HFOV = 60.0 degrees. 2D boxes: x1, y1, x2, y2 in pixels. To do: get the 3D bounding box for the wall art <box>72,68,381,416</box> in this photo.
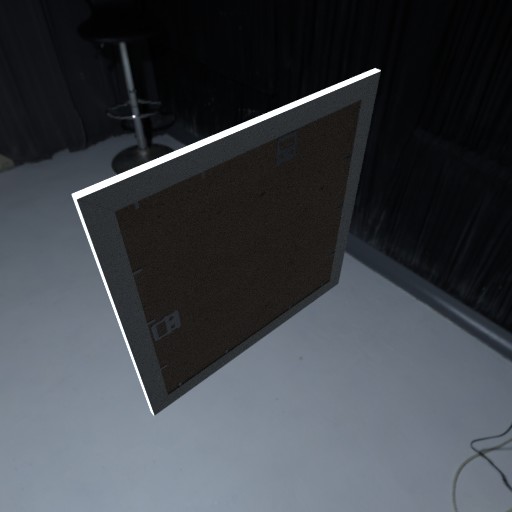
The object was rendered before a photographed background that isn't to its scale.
[{"bbox_3d":[0.000,0.000,0.885,0.584,0.584,0.013,-31,53,-27],"label":"wall art"}]
